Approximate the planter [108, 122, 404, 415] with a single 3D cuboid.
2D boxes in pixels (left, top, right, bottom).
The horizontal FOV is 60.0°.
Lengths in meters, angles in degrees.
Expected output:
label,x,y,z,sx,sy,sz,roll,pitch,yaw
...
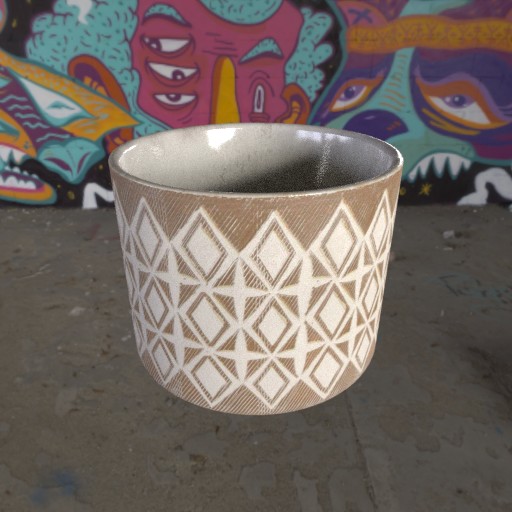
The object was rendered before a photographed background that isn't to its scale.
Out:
label,x,y,z,sx,sy,sz,roll,pitch,yaw
planter,0.000,0.000,0.339,0.193,0.165,0.193,0,27,0
